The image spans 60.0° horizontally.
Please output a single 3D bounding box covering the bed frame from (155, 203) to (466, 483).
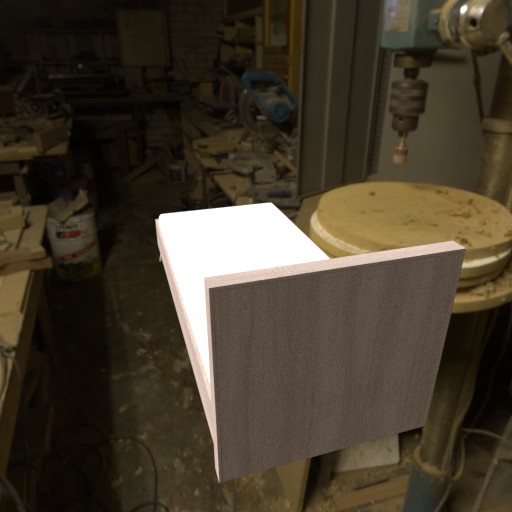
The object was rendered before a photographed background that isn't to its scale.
[{"bbox_3d":[0.000,0.000,2.658,0.990,0.920,2.140,-8,27,-16],"label":"bed frame"}]
